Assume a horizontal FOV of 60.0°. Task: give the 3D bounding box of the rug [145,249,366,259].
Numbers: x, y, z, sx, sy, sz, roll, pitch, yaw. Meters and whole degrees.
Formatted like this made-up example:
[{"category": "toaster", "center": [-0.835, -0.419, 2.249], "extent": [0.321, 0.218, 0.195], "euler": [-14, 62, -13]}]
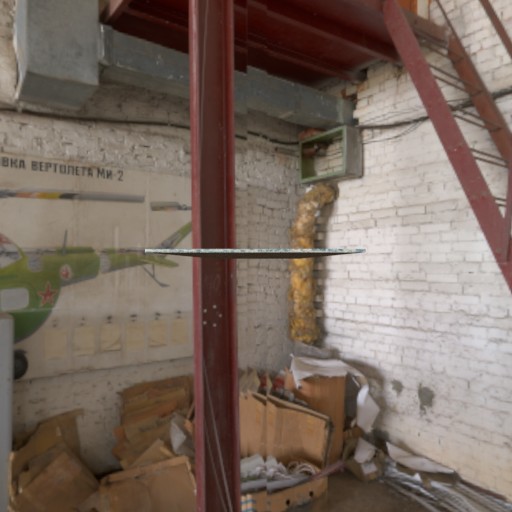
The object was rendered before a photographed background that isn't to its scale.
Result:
[{"category": "rug", "center": [0.000, 0.000, 2.750], "extent": [0.770, 0.013, 2.434], "euler": [0, -1, 0]}]
